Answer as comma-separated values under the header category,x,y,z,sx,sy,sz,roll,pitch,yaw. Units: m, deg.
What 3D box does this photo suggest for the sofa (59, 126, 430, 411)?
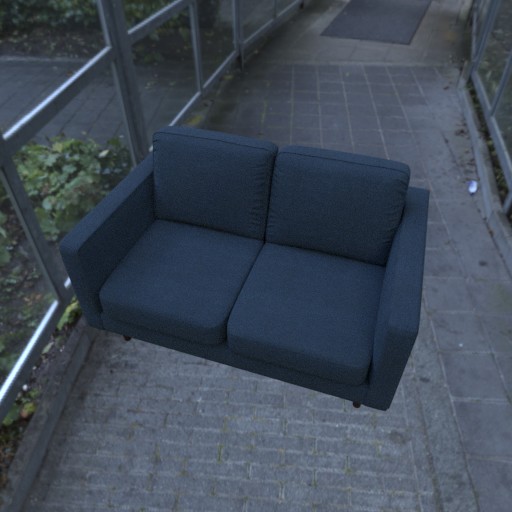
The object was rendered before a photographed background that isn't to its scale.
category,x,y,z,sx,sy,sz,roll,pitch,yaw
sofa,0.000,0.000,2.218,1.518,0.930,0.999,13,43,14
